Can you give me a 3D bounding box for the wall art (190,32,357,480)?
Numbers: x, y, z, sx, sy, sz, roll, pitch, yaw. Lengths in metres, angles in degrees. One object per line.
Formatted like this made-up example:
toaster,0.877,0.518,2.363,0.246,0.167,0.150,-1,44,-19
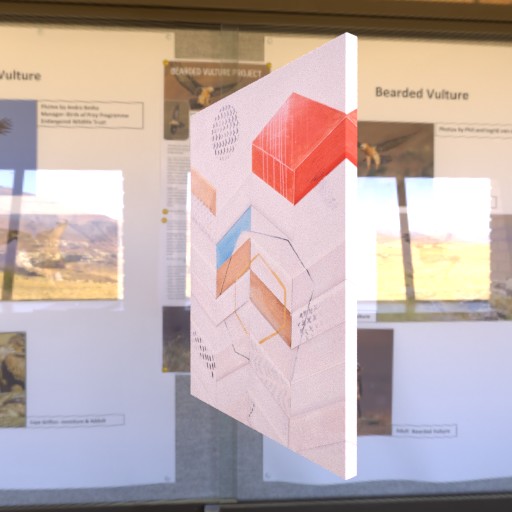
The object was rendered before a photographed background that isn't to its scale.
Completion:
wall art,0.000,0.000,1.321,0.045,1.014,0.759,0,0,-36
